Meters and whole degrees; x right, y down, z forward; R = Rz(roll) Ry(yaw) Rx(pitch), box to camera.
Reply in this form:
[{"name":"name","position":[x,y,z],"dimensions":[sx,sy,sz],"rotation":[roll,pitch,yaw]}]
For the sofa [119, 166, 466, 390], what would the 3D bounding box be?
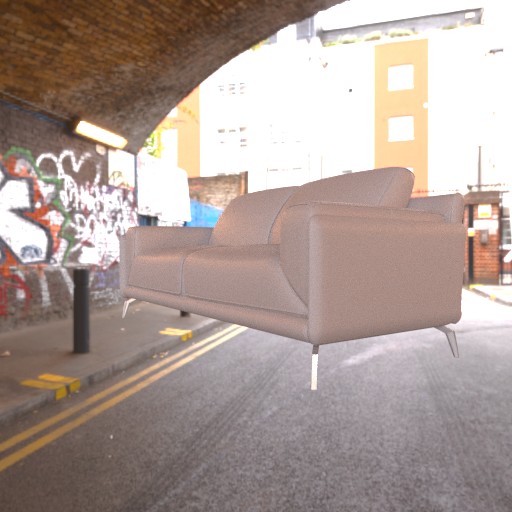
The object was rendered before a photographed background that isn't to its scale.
[{"name":"sofa","position":[0.000,0.000,2.591],"dimensions":[1.049,0.930,2.101],"rotation":[0,1,-35]}]
